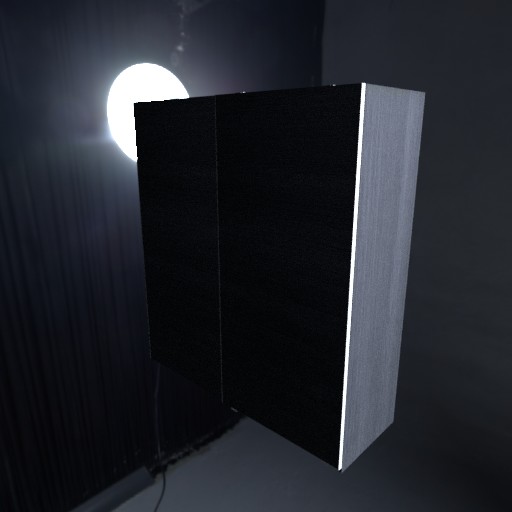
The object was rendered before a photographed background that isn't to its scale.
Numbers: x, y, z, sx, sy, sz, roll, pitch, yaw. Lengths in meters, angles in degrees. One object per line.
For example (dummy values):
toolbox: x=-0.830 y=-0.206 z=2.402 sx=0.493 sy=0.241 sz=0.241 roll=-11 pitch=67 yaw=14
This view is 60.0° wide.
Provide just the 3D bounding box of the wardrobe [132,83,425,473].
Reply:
wardrobe: x=0.000 y=0.000 z=2.892 sx=1.780 sy=1.960 sz=0.629 roll=14 pitch=21 yaw=41
